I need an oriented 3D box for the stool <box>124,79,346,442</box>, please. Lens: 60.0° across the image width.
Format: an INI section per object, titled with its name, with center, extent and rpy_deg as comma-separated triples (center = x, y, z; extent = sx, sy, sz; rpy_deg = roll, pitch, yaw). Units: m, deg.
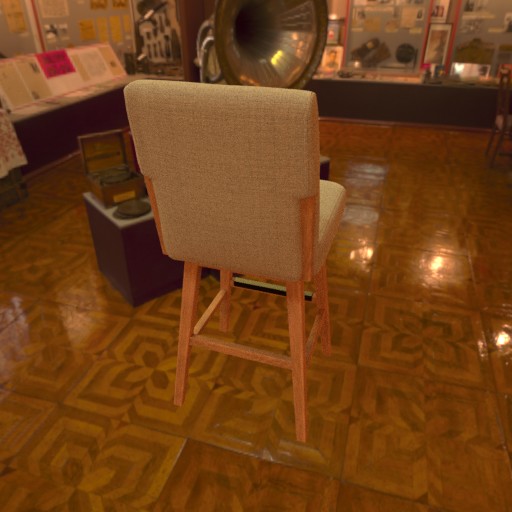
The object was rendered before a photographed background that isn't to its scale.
[stool]
center = 0.000, 0.000, 1.394
extent = 0.483, 1.106, 0.569
rpy_deg = 10, 33, 16
